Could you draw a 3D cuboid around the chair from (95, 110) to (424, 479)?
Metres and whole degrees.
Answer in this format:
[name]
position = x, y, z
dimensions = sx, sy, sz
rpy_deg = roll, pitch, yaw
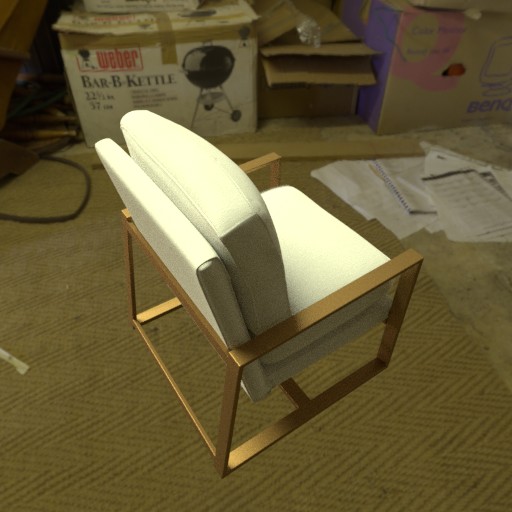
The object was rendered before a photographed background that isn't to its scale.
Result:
[chair]
position = 0.000, 0.000, 1.547
dimensions = 0.813, 0.966, 0.805
rpy_deg = -24, 47, -25
